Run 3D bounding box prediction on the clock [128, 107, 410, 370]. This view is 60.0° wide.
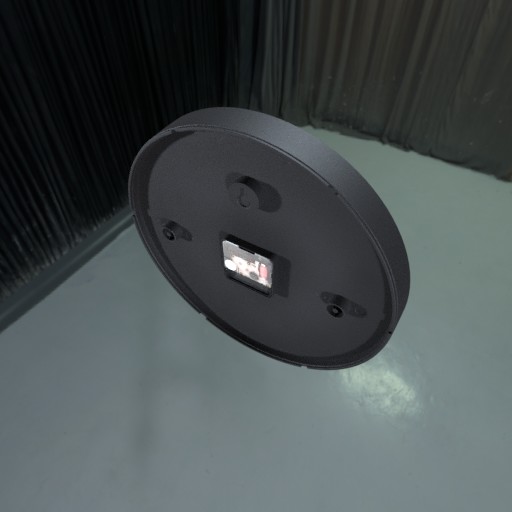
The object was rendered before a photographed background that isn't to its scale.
[{"bbox_3d":[0.000,0.000,0.439,0.293,0.293,0.040,24,52,21],"label":"clock"}]
